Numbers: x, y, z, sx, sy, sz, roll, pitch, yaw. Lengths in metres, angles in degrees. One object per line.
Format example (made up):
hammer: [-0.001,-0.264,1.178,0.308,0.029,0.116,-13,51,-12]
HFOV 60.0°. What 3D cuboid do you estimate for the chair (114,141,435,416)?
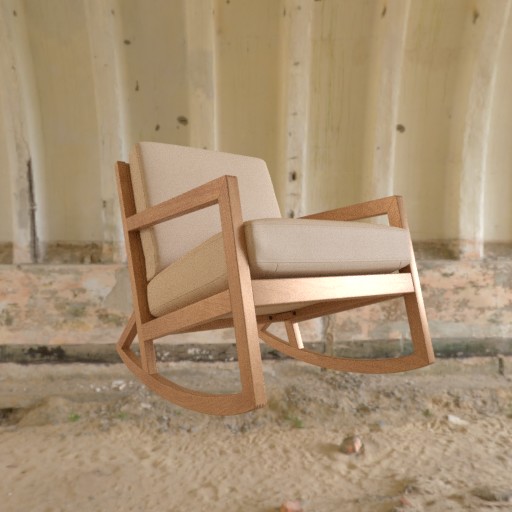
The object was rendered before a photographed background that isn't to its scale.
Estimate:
chair: [0.000,0.000,1.405,0.622,0.790,0.857,0,1,-36]
